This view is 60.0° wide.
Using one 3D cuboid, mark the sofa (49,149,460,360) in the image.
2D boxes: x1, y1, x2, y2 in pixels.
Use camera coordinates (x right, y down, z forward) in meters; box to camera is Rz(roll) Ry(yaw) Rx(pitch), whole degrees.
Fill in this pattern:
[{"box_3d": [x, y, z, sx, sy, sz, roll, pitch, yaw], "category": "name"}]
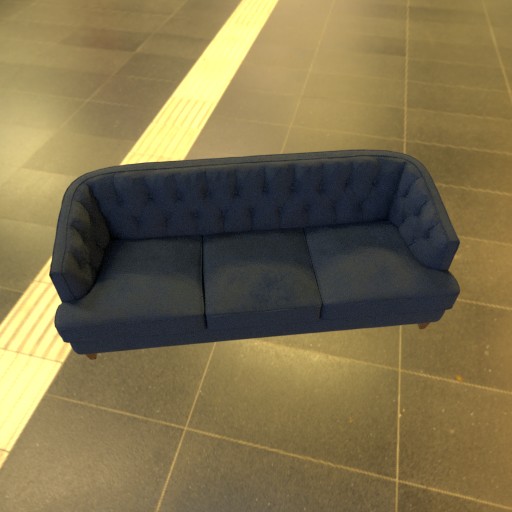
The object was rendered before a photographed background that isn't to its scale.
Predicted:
[{"box_3d": [0.000, 0.000, 2.757, 2.278, 0.855, 0.941, -4, 48, -4], "category": "sofa"}]
